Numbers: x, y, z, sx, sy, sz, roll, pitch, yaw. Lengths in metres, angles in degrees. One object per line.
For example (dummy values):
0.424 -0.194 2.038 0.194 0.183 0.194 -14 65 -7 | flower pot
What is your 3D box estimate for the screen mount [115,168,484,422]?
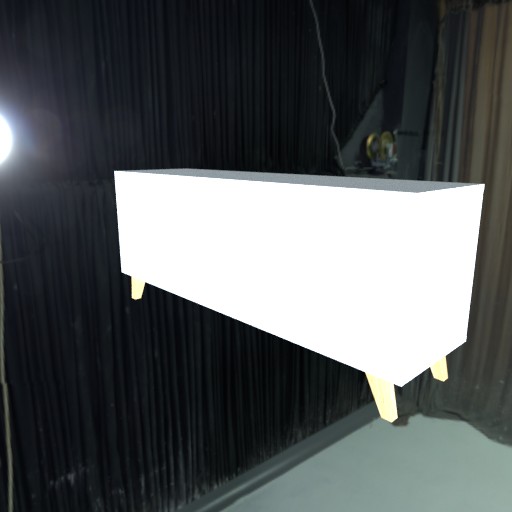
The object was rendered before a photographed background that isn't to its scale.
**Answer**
0.000 0.000 1.740 0.400 0.619 1.490 -12 18 -42 | screen mount
